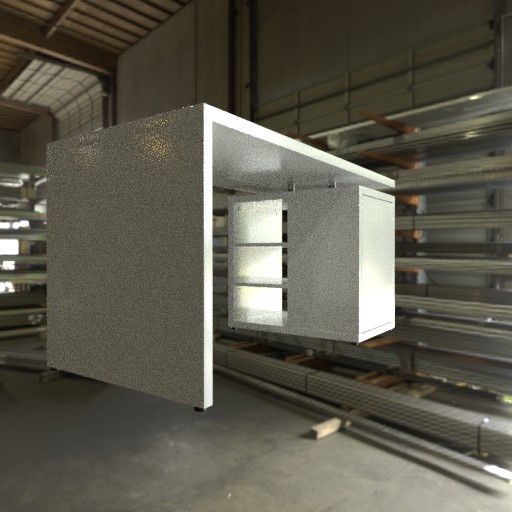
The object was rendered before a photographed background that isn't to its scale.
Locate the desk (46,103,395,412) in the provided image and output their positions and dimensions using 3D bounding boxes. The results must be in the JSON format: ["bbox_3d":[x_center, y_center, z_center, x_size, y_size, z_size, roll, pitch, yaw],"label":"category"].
[{"bbox_3d":[0.000,0.000,1.824,0.690,0.740,1.400,0,1,35],"label":"desk"}]
